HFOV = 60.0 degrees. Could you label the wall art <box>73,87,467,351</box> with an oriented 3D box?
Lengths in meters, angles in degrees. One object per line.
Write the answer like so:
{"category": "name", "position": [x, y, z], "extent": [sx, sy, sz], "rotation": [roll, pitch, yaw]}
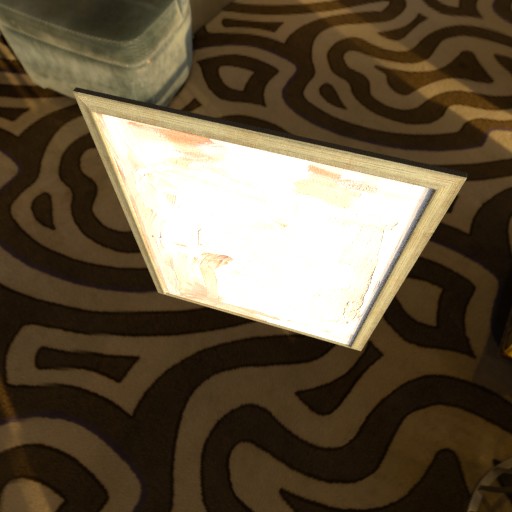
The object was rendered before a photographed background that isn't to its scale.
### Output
{"category": "wall art", "position": [0.000, 0.000, 0.886], "extent": [0.559, 0.660, 0.018], "rotation": [15, 60, 9]}
